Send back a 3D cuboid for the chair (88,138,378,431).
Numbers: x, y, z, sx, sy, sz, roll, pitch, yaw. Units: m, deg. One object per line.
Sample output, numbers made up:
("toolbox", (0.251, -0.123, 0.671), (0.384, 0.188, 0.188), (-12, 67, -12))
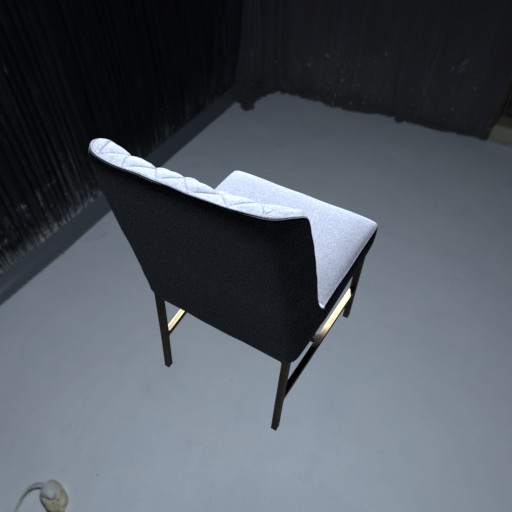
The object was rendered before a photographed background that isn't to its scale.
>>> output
("chair", (0.000, 0.000, 1.227), (0.508, 0.889, 0.587), (24, 53, 20))
